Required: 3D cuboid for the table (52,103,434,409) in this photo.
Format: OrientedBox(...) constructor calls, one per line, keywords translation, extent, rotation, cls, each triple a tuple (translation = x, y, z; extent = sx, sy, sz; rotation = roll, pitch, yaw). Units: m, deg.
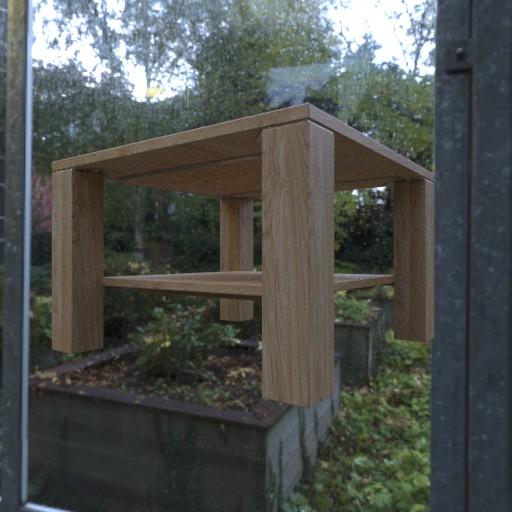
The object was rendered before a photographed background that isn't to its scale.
OrientedBox(translation=(0.000, 0.000, 1.137), extent=(0.700, 0.450, 0.700), rotation=(0, 0, 36), cls="table")
